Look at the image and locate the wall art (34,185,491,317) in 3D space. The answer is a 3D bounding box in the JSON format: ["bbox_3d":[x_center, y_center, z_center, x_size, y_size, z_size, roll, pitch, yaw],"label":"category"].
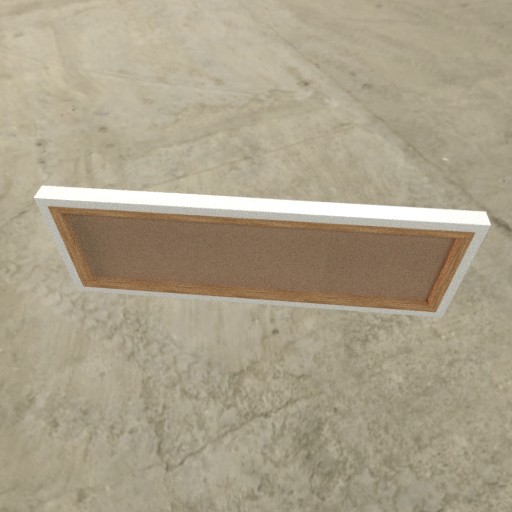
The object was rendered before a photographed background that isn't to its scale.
[{"bbox_3d":[0.000,0.000,0.845,0.766,0.256,0.036,4,47,4],"label":"wall art"}]
